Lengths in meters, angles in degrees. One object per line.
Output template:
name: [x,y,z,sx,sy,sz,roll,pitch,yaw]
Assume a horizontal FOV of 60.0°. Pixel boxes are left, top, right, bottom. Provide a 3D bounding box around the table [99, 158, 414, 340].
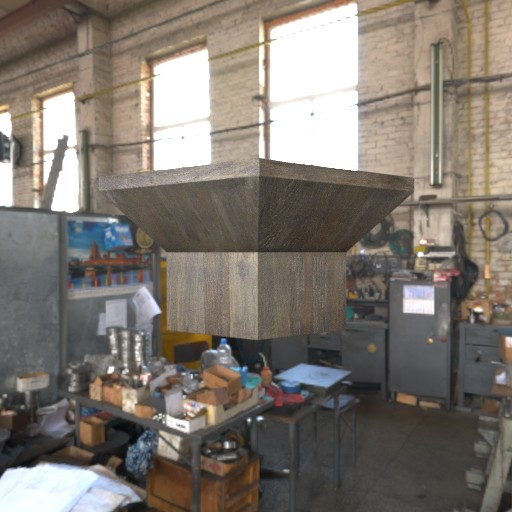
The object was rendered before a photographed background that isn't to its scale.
table: [0.000,0.000,1.636,0.966,0.488,1.115,0,1,-1]
